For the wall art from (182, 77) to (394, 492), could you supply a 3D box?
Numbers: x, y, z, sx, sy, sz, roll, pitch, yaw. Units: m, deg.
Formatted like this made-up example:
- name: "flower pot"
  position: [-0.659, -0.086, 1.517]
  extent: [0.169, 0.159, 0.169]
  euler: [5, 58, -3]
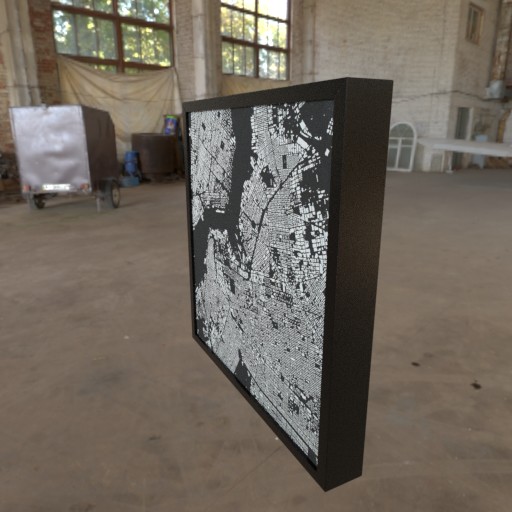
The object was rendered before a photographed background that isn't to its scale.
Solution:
- name: "wall art"
  position: [0.000, 0.000, 0.436]
  extent: [0.037, 0.299, 0.299]
  euler: [-8, 18, -27]
